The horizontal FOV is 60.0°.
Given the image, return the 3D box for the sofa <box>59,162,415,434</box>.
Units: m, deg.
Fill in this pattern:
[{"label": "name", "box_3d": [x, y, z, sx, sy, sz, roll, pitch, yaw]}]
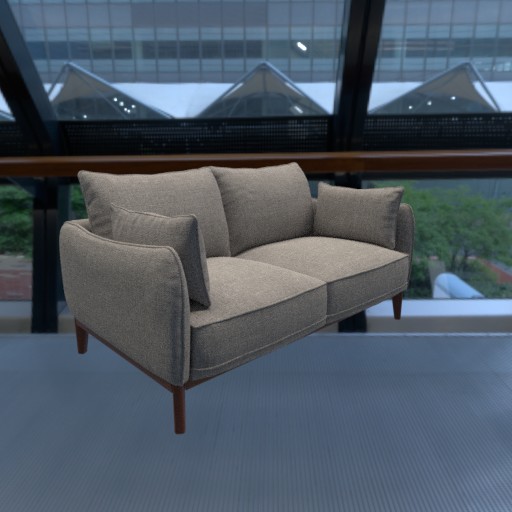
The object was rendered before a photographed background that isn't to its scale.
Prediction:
[{"label": "sofa", "box_3d": [0.000, 0.000, 2.179, 1.580, 0.851, 0.972, -13, 20, -42]}]
